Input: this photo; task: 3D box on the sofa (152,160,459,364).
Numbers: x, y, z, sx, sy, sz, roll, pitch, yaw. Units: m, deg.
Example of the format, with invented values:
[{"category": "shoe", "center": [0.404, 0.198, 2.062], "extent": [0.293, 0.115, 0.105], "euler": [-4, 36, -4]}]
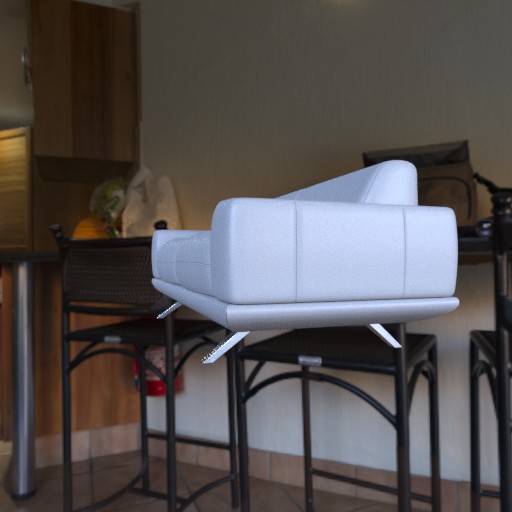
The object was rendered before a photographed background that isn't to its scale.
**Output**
[{"category": "sofa", "center": [0.000, 0.000, 2.330], "extent": [0.900, 0.772, 1.901], "euler": [0, 0, -20]}]
